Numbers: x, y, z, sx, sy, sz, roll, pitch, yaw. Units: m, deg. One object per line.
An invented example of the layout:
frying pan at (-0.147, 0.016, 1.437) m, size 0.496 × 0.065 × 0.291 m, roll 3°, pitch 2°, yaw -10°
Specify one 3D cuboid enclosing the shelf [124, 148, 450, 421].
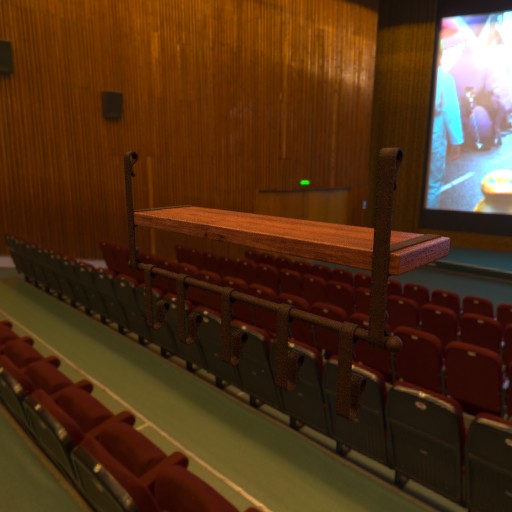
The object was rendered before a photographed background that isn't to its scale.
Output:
shelf at (0.000, 0.000, 0.714) m, size 0.567 × 0.330 × 0.146 m, roll 12°, pitch 17°, yaw 43°
